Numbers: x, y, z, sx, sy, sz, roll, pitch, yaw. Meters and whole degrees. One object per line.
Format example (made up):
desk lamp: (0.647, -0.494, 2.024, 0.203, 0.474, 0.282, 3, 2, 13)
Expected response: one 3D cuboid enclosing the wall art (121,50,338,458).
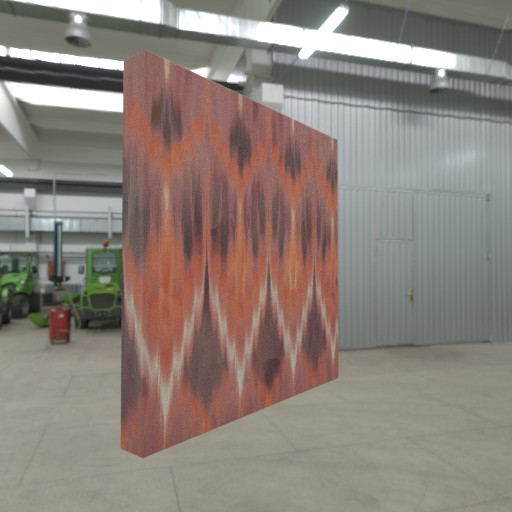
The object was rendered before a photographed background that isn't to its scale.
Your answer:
wall art: (0.000, 0.000, 0.608, 0.038, 0.406, 0.403, -1, -2, 38)
